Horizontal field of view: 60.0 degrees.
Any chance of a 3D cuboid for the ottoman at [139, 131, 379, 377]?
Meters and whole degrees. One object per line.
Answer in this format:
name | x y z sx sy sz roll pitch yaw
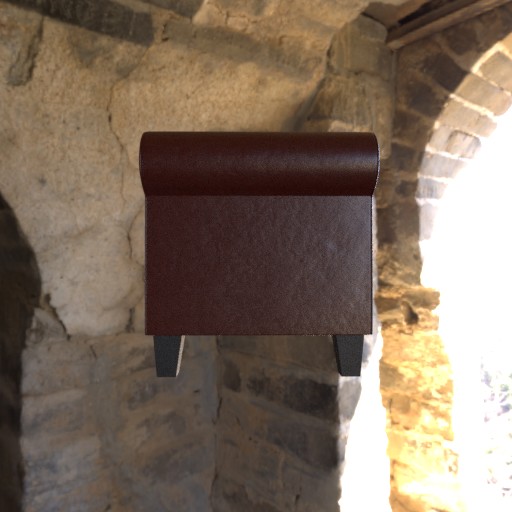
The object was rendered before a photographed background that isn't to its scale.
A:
ottoman | 0.000 0.000 1.547 0.521 0.547 1.256 0 0 -1
